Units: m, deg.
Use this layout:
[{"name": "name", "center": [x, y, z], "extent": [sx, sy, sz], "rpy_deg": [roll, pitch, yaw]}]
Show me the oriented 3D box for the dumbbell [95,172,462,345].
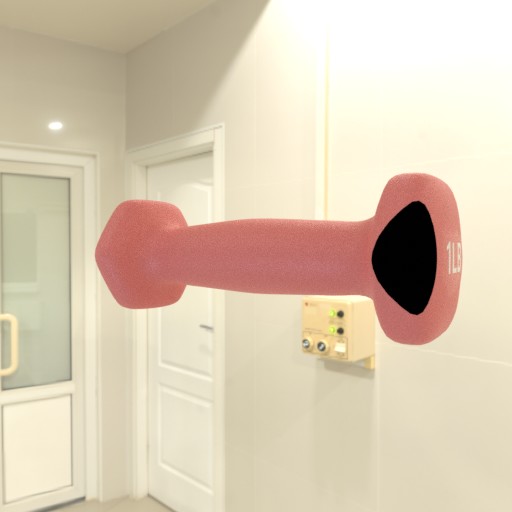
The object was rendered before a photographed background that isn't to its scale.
[{"name": "dumbbell", "center": [0.000, 0.000, 0.147], "extent": [0.123, 0.043, 0.047], "rpy_deg": [1, 1, 36]}]
